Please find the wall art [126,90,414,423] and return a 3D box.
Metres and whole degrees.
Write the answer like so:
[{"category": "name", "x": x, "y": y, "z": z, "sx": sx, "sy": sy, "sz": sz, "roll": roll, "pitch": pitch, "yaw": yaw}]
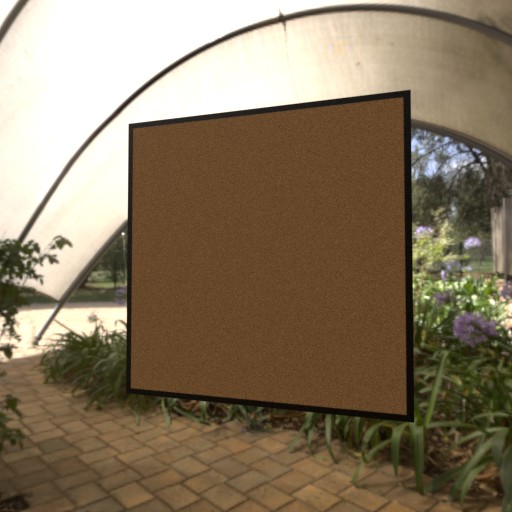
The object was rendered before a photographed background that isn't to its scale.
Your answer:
[{"category": "wall art", "x": 0.000, "y": 0.000, "z": 0.687, "sx": 0.457, "sy": 0.458, "sz": 0.012, "roll": -1, "pitch": -2, "yaw": 18}]
